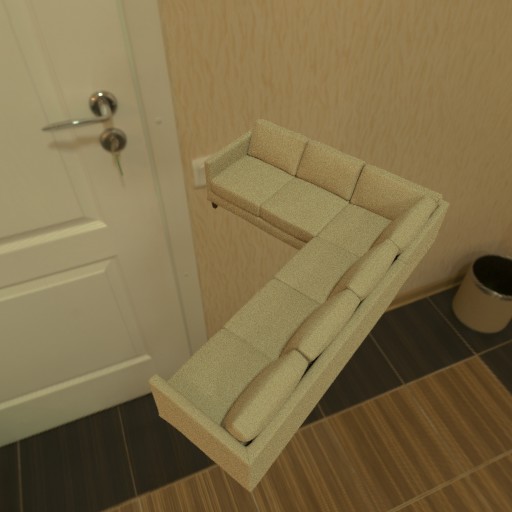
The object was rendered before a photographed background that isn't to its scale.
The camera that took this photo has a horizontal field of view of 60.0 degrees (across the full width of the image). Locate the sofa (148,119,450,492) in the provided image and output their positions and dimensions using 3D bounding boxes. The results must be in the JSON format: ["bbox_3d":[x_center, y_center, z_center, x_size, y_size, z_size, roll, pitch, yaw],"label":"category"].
[{"bbox_3d":[0.000,0.000,4.233,2.432,0.863,3.182,30,54,25],"label":"sofa"}]
